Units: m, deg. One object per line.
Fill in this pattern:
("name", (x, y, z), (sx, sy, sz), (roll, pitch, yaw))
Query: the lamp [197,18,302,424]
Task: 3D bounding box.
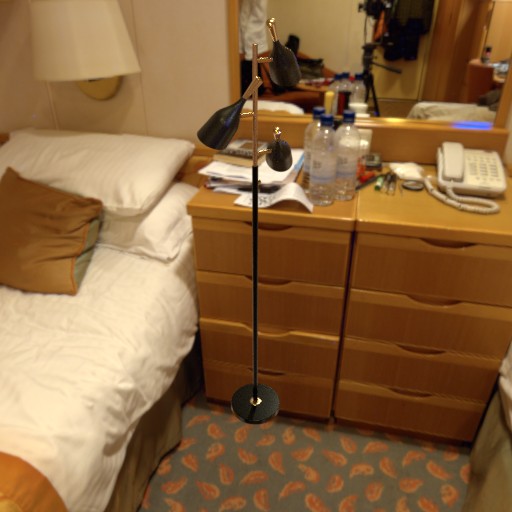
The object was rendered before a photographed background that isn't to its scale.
("lamp", (0.000, 0.000, 1.878), (0.434, 1.778, 0.253), (-18, 34, -29))
